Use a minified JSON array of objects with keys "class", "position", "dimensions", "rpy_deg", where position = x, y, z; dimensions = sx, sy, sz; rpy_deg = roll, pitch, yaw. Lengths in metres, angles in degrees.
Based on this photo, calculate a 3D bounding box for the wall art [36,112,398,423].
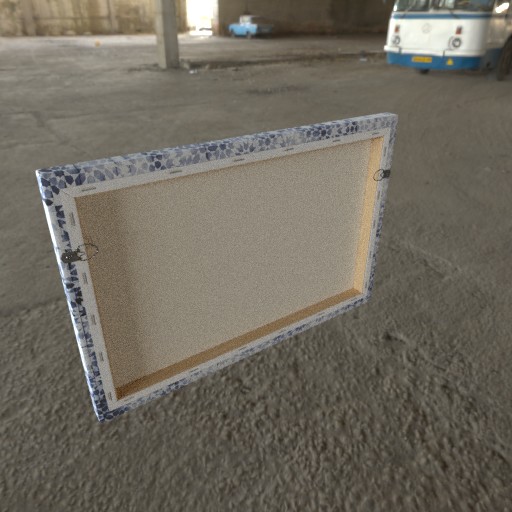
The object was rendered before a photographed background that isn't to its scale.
[{"class":"wall art","position":[0.000,0.000,0.758],"dimensions":[0.608,0.406,0.030],"rpy_deg":[-18,34,-29]}]
